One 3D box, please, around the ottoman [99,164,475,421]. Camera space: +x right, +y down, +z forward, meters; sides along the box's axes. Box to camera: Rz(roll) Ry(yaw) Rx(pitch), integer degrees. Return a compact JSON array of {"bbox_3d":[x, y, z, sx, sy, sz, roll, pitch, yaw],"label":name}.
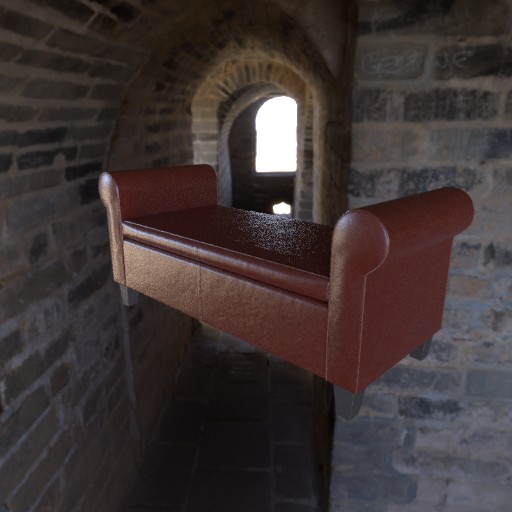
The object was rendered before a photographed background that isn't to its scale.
[{"bbox_3d":[0.000,0.000,1.570,1.256,0.547,0.521,15,23,42],"label":"ottoman"}]
